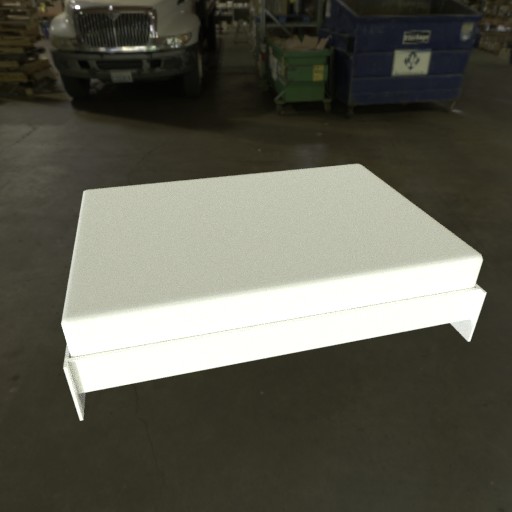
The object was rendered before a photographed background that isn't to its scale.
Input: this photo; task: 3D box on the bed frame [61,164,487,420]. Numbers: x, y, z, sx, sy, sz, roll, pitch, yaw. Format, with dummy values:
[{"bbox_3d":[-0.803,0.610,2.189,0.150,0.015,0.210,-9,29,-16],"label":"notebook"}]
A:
[{"bbox_3d":[0.000,0.000,2.581,1.945,0.497,1.445,-8,32,-13],"label":"bed frame"}]
